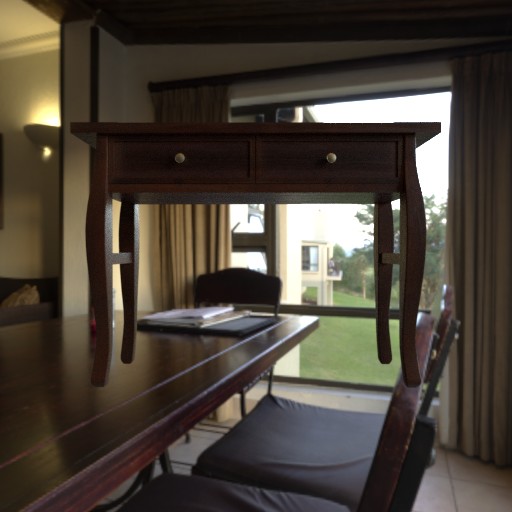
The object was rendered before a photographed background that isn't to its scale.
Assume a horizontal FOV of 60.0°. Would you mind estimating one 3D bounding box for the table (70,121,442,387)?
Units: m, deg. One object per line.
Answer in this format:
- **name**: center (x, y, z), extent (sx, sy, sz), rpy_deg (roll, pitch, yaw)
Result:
- **table**: center (0.000, 0.000, 1.446), extent (1.062, 0.768, 0.373), rpy_deg (0, 0, 0)
